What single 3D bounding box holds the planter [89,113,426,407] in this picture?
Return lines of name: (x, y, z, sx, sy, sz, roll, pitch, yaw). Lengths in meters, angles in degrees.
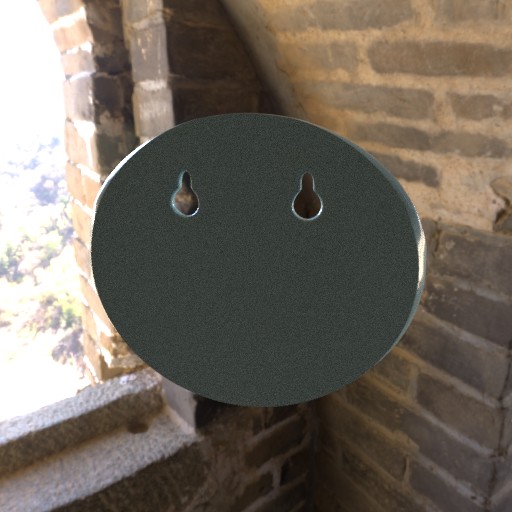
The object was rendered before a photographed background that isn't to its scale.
planter: (0.000, 0.000, 0.271, 0.189, 0.164, 0.073, 3, 16, 9)
